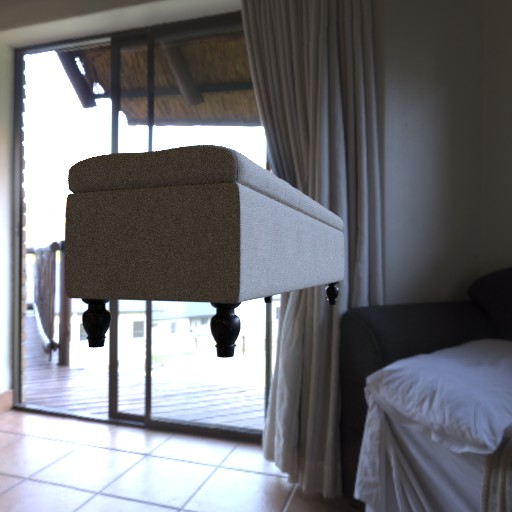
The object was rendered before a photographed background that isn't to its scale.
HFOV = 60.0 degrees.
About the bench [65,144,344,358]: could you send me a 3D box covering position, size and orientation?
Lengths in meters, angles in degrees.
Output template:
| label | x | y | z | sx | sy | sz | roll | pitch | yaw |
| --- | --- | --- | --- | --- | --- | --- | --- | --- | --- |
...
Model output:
| label | x | y | z | sx | sy | sz | roll | pitch | yaw |
| --- | --- | --- | --- | --- | --- | --- | --- | --- | --- |
| bench | 0.000 | 0.000 | 1.668 | 0.455 | 0.467 | 1.480 | 0 | -1 | 19 |
